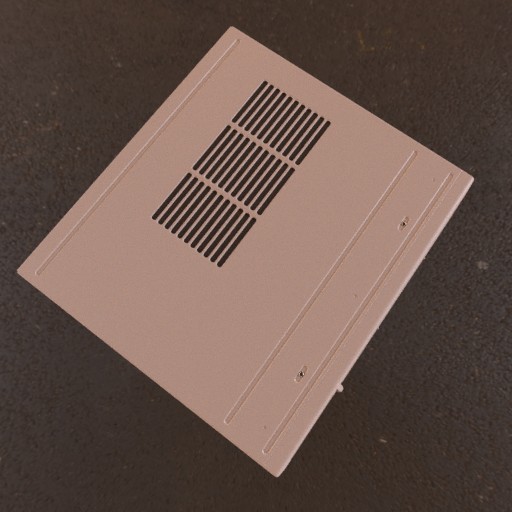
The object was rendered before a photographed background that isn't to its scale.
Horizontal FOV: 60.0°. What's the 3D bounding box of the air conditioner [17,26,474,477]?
[{"bbox_3d":[0.000,0.000,1.031,0.599,0.455,0.645,35,79,8],"label":"air conditioner"}]
